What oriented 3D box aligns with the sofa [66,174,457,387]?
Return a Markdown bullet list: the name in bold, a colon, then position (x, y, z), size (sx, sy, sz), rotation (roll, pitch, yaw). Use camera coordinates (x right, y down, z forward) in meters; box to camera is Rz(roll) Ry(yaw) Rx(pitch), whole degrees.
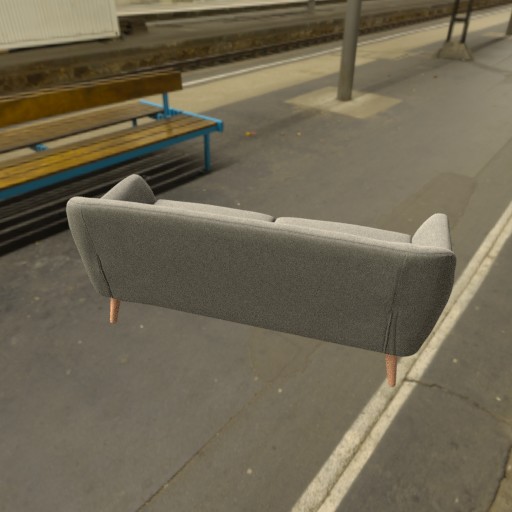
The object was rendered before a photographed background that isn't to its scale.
- **sofa**: position (0.000, 0.000, 2.270), size (1.840, 0.820, 0.820), rotation (10, 34, 14)
